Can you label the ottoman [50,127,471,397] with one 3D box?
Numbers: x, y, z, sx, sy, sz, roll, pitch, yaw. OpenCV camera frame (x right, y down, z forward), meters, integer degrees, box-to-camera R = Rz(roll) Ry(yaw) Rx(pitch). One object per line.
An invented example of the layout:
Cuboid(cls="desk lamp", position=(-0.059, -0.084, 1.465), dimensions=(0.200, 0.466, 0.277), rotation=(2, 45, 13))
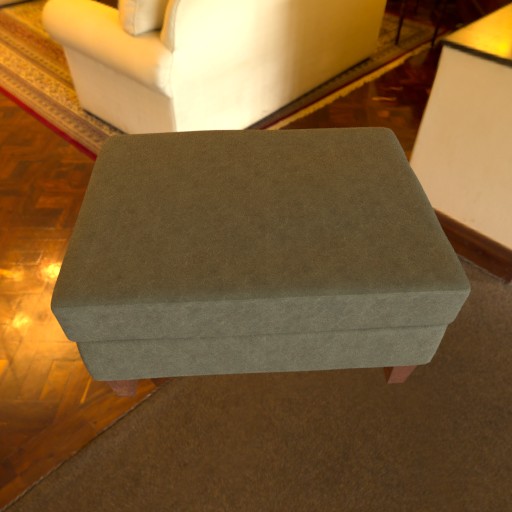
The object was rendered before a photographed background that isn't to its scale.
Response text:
Cuboid(cls="ottoman", position=(0.000, 0.000, 1.219), dimensions=(0.839, 0.464, 0.639), rotation=(-2, 47, -2))
